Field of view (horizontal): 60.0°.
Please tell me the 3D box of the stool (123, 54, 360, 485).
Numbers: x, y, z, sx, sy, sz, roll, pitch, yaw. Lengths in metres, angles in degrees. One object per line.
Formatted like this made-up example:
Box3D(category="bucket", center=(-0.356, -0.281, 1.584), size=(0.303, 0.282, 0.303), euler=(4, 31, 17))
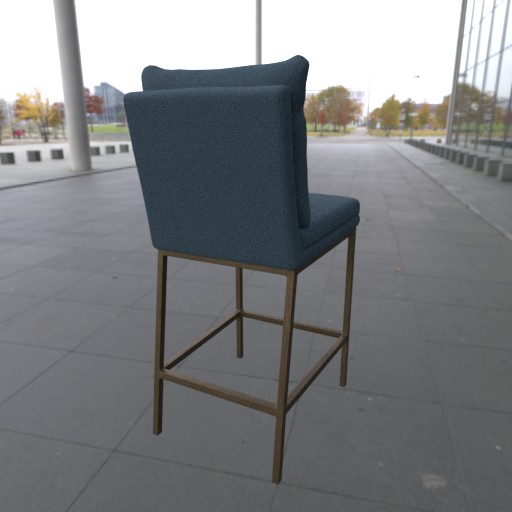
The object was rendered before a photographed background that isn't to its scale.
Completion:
Box3D(category="stool", center=(0.000, 0.000, 1.316), size=(0.463, 1.032, 0.568), euler=(9, 18, 27))
